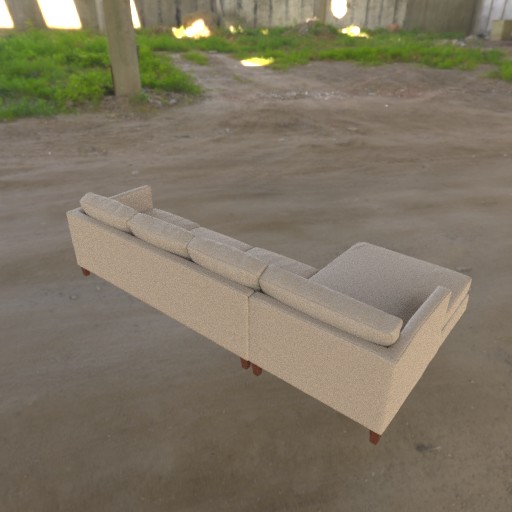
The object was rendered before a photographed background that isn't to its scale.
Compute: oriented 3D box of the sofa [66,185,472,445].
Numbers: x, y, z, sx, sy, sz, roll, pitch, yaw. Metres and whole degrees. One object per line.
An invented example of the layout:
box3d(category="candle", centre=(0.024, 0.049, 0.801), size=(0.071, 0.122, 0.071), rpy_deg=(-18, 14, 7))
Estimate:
box3d(category="sofa", centre=(0.000, 0.000, 3.858), size=(3.186, 0.846, 1.625), rpy_deg=(22, 36, 33))
